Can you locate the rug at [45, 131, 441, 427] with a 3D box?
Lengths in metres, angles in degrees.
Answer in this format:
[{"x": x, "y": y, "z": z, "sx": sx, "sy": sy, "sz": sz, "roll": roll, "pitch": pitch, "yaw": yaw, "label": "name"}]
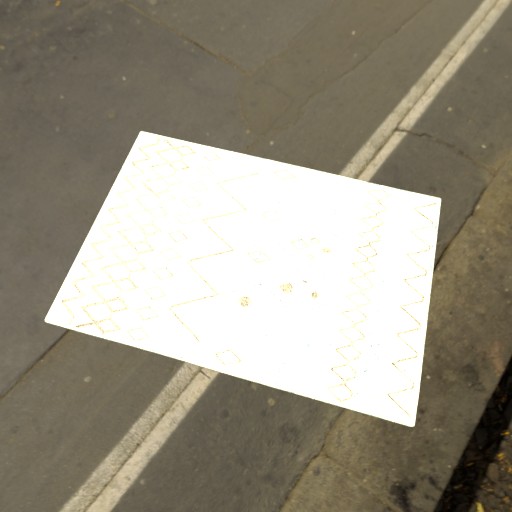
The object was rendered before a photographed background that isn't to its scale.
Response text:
[{"x": 0.000, "y": 0.000, "z": 2.346, "sx": 1.820, "sy": 0.009, "sz": 1.260, "roll": 14, "pitch": 65, "yaw": 7, "label": "rug"}]
